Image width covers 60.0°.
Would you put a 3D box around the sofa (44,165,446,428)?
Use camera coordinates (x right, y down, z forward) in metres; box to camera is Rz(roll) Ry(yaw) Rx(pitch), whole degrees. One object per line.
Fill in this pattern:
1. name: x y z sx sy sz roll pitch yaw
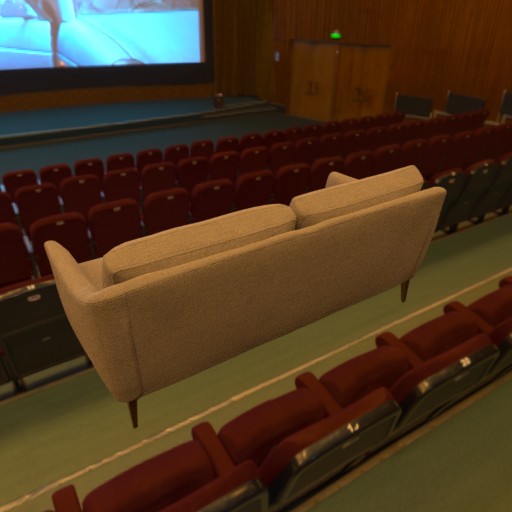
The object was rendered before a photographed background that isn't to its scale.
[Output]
1. sofa: 0.000 0.000 2.506 2.036 0.913 0.980 -18 35 -28
